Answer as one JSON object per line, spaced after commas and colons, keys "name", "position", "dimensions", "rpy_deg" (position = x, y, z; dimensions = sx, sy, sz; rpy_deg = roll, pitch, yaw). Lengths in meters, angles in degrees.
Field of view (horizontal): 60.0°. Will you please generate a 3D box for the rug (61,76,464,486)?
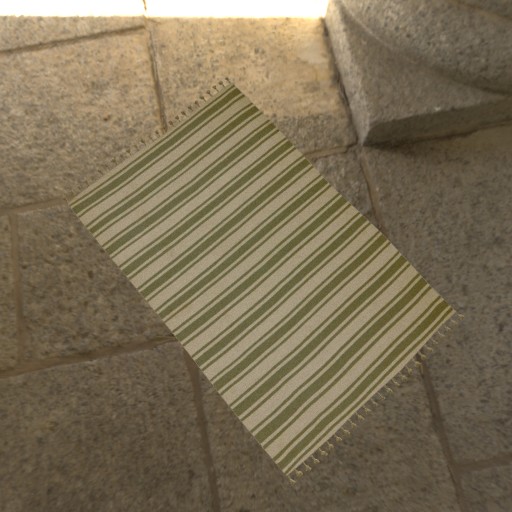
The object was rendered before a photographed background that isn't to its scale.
{"name": "rug", "position": [0.000, 0.000, 2.289], "dimensions": [1.162, 0.013, 1.875], "rpy_deg": [-40, 78, -10]}
